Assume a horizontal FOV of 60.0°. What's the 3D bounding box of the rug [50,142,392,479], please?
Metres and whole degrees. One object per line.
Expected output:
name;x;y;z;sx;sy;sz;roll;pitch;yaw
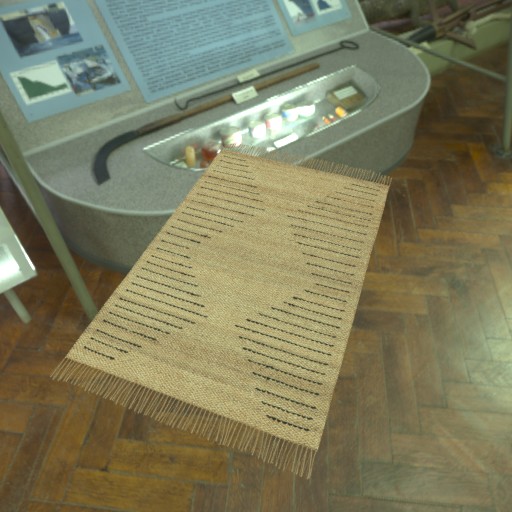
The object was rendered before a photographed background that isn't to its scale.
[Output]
rug;0.000;0.000;2.519;1.224;0.027;2.085;15;49;14
